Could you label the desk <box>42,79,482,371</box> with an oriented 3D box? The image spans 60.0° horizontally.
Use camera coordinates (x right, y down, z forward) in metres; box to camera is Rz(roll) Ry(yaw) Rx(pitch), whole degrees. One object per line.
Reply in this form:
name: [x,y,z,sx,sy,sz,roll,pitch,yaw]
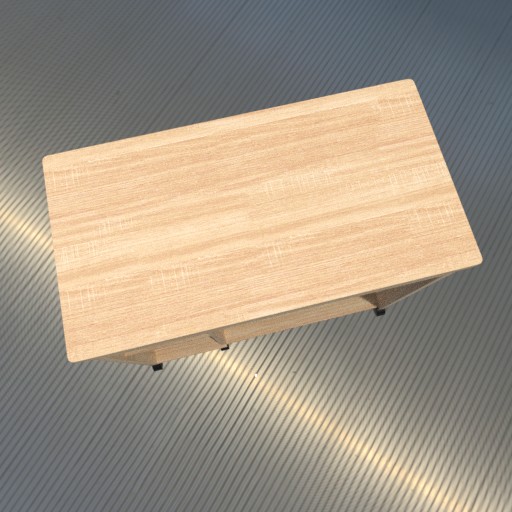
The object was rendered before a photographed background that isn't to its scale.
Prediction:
desk: [0.000,0.000,1.342,0.884,0.770,0.480,-13,75,-4]
